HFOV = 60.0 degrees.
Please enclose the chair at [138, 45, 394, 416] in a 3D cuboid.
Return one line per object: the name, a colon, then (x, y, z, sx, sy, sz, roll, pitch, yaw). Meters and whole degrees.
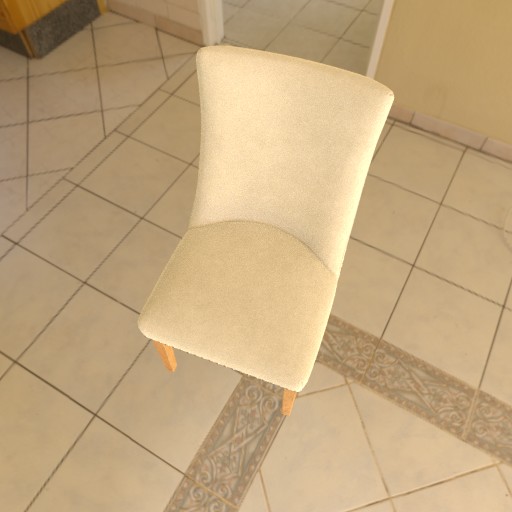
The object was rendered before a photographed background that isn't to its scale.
chair: (0.000, 0.000, 1.274, 0.495, 0.902, 0.610, 17, 60, 10)
